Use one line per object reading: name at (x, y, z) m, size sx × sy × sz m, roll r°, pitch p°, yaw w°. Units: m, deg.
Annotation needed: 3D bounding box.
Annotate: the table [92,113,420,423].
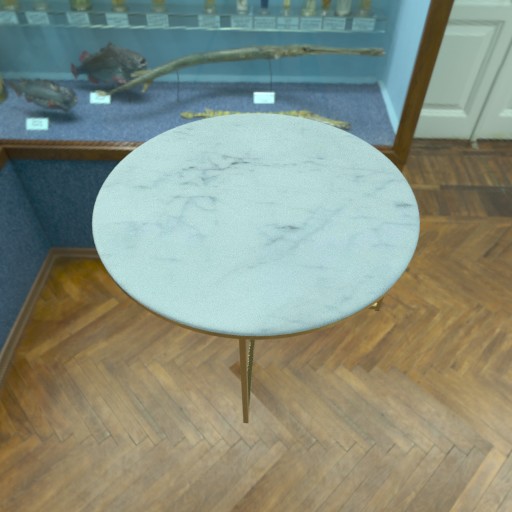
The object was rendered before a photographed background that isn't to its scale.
table at (0.000, 0.000, 1.278) m, size 0.800 × 0.450 × 0.800 m, roll 0°, pitch 48°, yaw 0°
